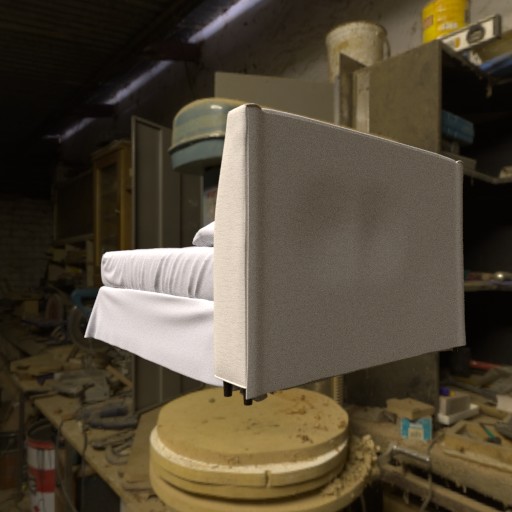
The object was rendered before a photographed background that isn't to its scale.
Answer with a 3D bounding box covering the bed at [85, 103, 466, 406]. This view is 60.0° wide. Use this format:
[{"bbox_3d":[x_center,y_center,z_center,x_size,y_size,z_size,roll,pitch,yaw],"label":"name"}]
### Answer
[{"bbox_3d":[0.000,0.000,3.354,1.925,1.332,2.276,0,-1,-38],"label":"bed"}]
